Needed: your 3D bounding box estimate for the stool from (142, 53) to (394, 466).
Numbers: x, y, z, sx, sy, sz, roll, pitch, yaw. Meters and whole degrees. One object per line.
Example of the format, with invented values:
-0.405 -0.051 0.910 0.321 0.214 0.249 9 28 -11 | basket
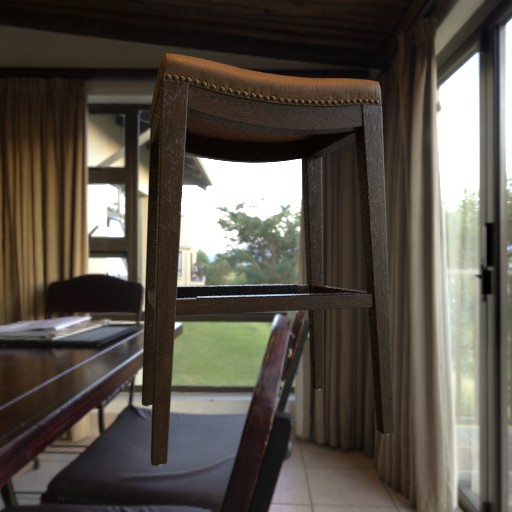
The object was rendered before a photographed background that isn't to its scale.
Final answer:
0.000 0.000 1.036 0.500 0.759 0.361 0 0 -17 | stool
